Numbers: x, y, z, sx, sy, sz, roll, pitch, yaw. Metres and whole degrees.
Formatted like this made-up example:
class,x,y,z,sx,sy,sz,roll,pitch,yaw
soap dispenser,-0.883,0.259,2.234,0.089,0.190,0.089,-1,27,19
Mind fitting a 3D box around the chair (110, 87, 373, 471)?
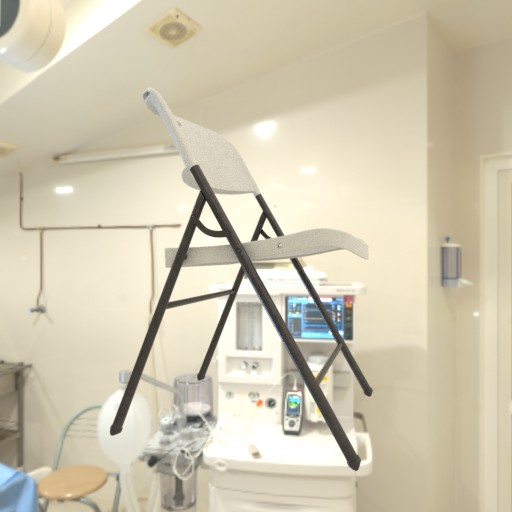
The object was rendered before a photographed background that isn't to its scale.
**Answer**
class,x,y,z,sx,sy,sz,roll,pitch,yaw
chair,0.000,0.000,1.150,0.566,0.810,0.494,0,0,17
